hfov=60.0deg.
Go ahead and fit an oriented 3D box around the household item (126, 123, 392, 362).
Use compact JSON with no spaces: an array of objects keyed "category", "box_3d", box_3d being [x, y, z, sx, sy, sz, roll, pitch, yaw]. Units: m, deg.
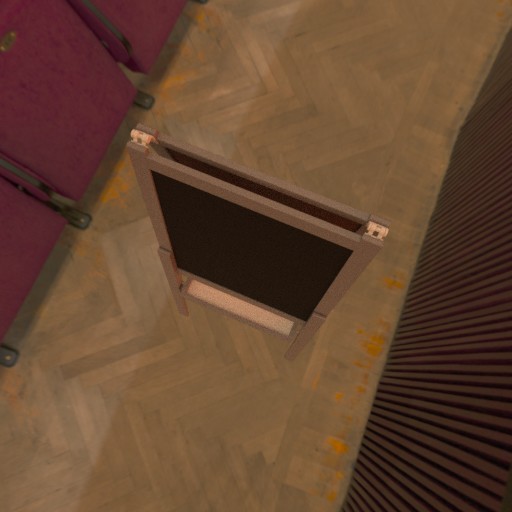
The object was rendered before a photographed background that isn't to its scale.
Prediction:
[{"category":"household item","box_3d":[0.000,0.000,1.408,0.531,1.172,0.469,22,77,6]}]
